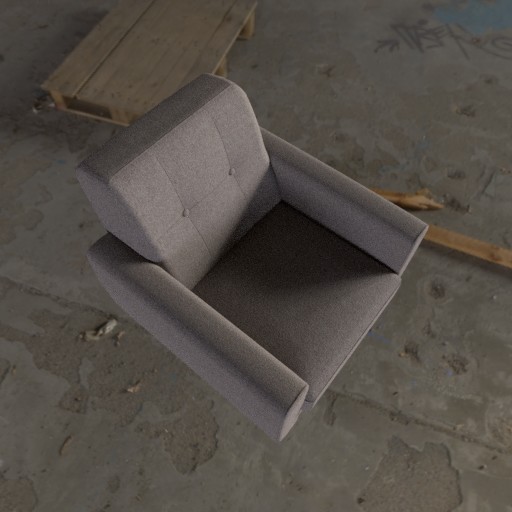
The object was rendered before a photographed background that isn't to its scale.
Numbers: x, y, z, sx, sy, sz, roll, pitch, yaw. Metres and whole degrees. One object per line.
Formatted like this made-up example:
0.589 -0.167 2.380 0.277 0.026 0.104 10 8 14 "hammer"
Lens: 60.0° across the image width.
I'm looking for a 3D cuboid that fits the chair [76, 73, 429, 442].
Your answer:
0.000 0.000 1.580 0.907 0.839 0.831 35 65 19 "chair"
